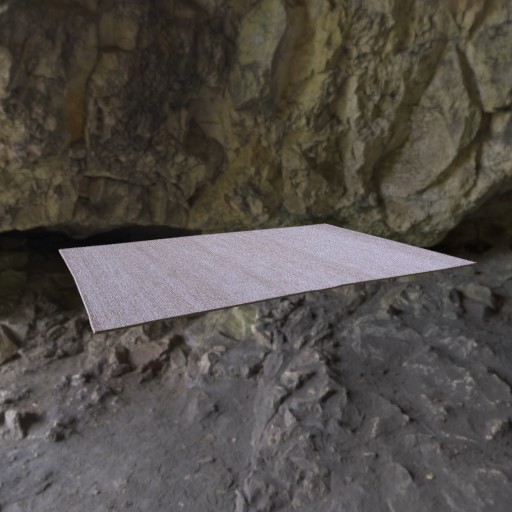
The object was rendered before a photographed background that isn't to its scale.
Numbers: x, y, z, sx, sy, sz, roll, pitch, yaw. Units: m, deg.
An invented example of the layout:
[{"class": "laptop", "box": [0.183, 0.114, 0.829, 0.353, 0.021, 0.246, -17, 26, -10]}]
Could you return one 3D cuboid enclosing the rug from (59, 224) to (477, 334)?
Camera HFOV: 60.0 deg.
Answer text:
[{"class": "rug", "box": [0.000, 0.000, 2.926, 2.283, 0.030, 1.596, -7, 16, -26]}]
